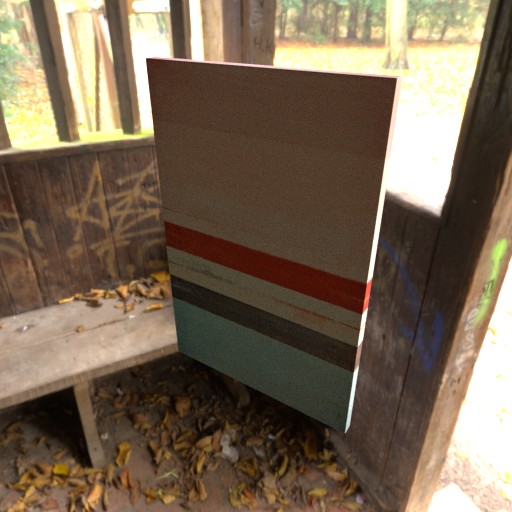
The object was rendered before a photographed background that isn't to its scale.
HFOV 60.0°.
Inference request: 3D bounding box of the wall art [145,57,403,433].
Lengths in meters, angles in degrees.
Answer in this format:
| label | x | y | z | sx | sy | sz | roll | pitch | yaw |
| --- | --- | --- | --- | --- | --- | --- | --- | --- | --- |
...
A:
| label | x | y | z | sx | sy | sz | roll | pitch | yaw |
| --- | --- | --- | --- | --- | --- | --- | --- | --- | --- |
| wall art | 0.000 | 0.000 | 1.151 | 0.610 | 0.914 | 0.038 | 18 | 34 | 29 |
